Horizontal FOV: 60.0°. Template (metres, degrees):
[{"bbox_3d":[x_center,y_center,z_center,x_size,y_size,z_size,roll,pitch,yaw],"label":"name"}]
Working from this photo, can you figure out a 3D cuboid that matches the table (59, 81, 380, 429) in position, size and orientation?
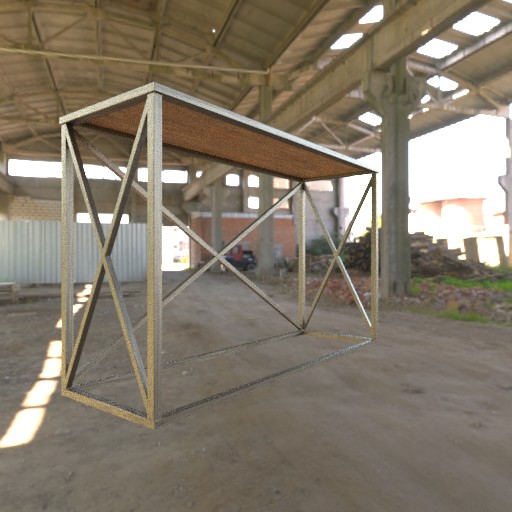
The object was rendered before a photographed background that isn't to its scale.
[{"bbox_3d":[0.000,0.000,1.556,0.402,0.753,1.216,0,0,38],"label":"table"}]
